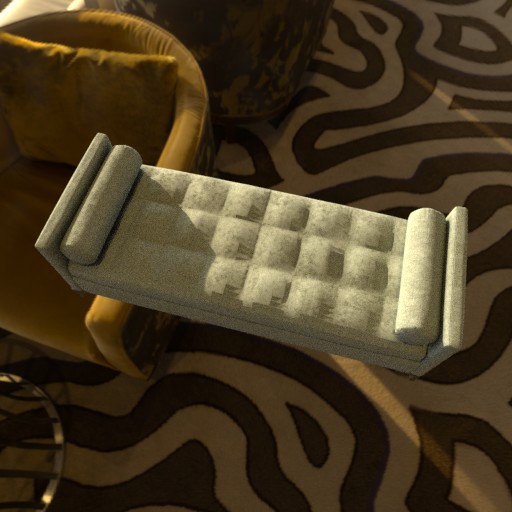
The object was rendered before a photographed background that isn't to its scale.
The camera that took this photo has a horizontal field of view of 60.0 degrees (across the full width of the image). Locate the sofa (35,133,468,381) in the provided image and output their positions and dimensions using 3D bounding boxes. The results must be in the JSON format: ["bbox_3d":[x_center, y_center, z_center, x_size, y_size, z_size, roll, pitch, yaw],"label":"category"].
[{"bbox_3d":[0.000,0.000,2.526,2.102,0.657,0.797,13,63,7],"label":"sofa"}]
